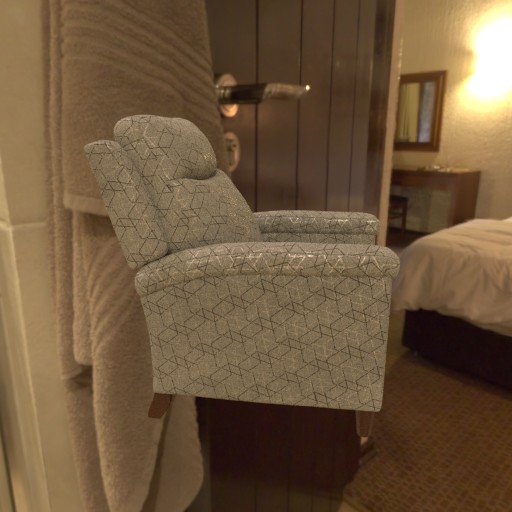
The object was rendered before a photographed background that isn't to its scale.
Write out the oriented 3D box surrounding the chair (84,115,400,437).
[{"bbox_3d":[0.000,0.000,1.732,0.987,1.048,0.753,3,15,9],"label":"chair"}]
